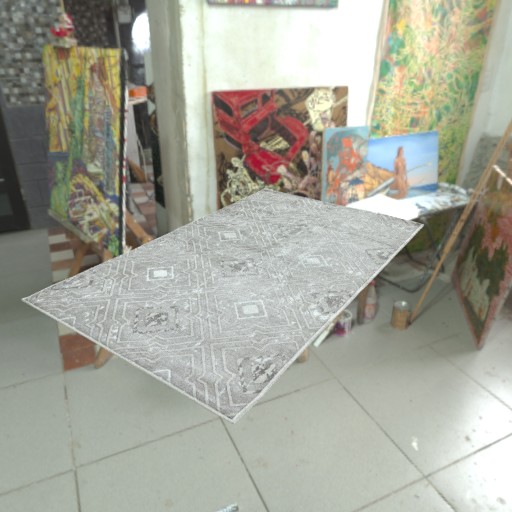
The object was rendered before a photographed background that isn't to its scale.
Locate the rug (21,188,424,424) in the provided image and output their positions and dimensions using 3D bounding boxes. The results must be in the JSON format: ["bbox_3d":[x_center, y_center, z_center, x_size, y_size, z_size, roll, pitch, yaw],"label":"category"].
[{"bbox_3d":[0.000,0.000,3.007,1.537,0.036,2.447,18,32,31],"label":"rug"}]
